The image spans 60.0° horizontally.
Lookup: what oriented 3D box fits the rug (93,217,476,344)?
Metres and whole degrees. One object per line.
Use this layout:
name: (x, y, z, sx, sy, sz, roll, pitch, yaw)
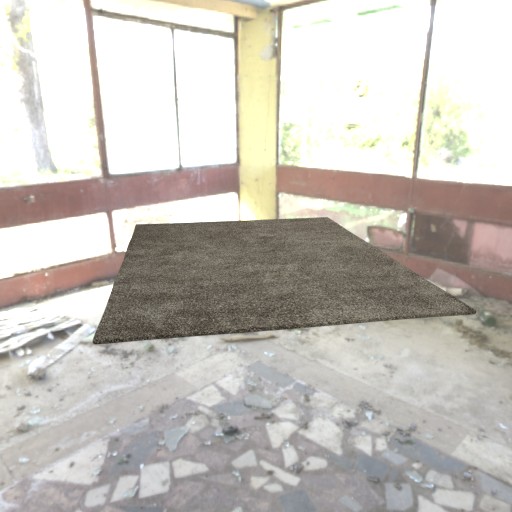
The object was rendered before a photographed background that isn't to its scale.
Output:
rug: (0.000, 0.000, 4.102, 2.401, 0.025, 3.000, -3, 17, -10)
